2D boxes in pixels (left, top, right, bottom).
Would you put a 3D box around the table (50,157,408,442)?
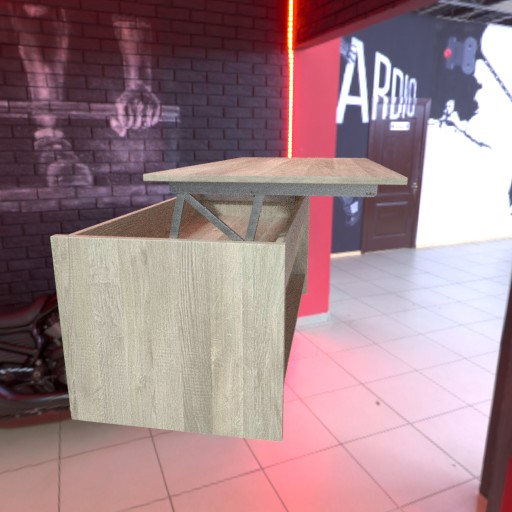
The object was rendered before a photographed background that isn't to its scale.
[{"bbox_3d":[0.000,0.000,1.390,0.712,0.570,1.000,2,15,9],"label":"table"}]
